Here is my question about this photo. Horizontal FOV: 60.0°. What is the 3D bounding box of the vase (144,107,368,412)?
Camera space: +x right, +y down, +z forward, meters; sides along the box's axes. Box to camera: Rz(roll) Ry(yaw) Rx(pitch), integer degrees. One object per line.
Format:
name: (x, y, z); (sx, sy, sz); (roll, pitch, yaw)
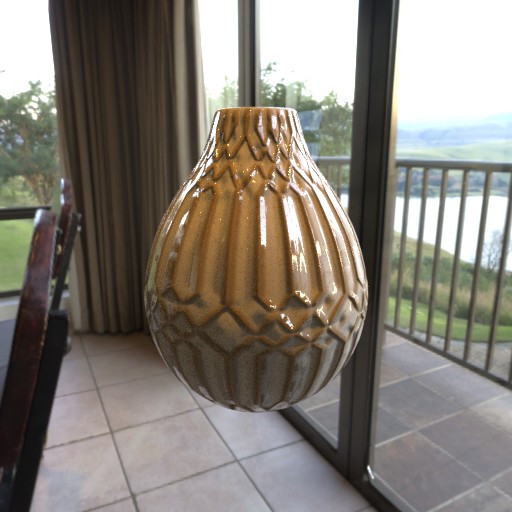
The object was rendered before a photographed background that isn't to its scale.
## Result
vase: (0.000, 0.000, 0.319); (0.159, 0.200, 0.159); (0, 14, 0)
